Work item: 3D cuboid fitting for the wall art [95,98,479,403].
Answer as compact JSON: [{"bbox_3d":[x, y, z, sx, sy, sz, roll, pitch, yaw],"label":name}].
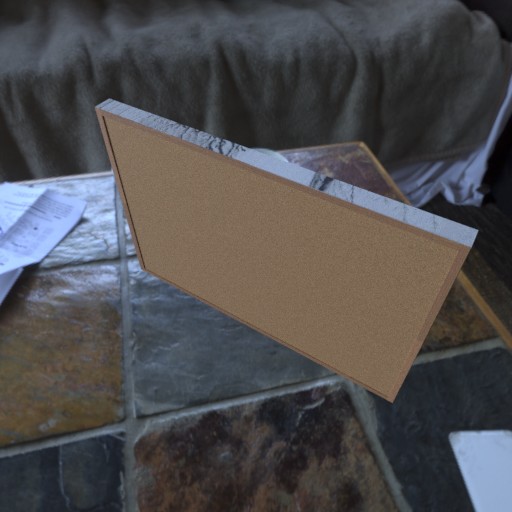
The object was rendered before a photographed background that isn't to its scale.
[{"bbox_3d":[0.000,0.000,0.784,0.613,0.407,0.035,25,52,21],"label":"wall art"}]
